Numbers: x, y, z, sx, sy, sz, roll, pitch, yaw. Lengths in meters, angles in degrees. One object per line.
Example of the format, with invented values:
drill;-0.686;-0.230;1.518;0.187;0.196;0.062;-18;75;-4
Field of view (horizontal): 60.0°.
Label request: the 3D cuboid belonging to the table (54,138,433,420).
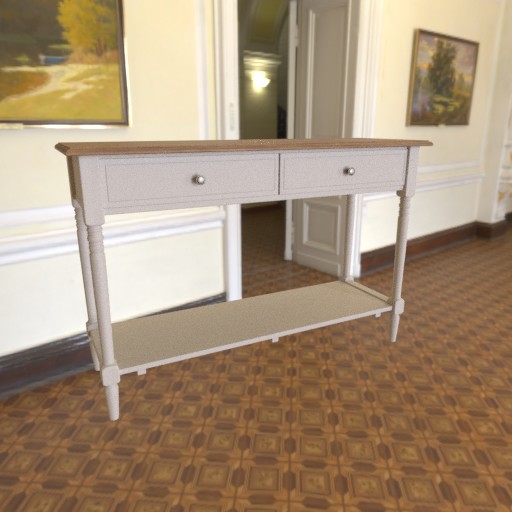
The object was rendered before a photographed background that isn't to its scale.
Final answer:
table;0.000;0.000;1.598;1.219;0.800;0.399;-8;18;-26
